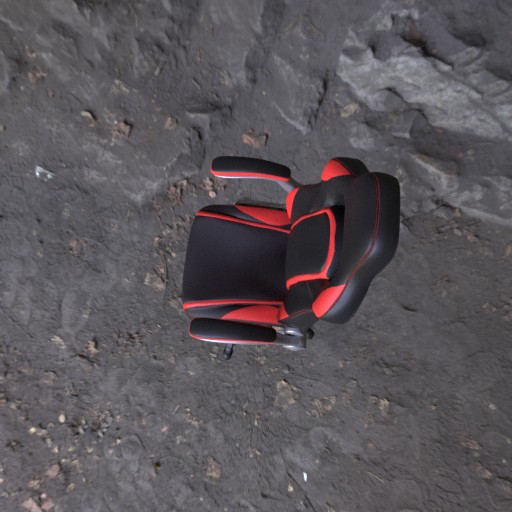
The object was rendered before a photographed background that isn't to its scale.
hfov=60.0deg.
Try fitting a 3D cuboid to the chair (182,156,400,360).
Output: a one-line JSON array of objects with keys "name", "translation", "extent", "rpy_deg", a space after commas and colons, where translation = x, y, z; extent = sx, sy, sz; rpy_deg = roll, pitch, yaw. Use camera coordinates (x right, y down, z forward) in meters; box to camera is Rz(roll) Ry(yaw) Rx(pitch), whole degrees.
[{"name": "chair", "translation": [0.000, 0.000, 1.626], "extent": [0.712, 1.165, 0.758], "rpy_deg": [6, 76, 1]}]
